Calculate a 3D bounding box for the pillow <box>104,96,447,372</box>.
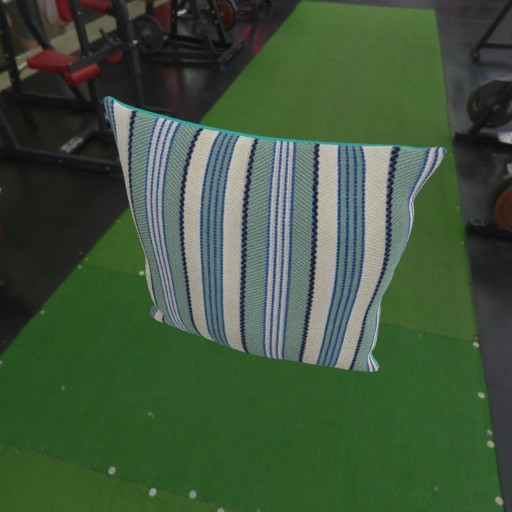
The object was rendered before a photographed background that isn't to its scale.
[{"bbox_3d":[0.000,0.000,0.673,0.440,0.441,0.182,12,43,13],"label":"pillow"}]
